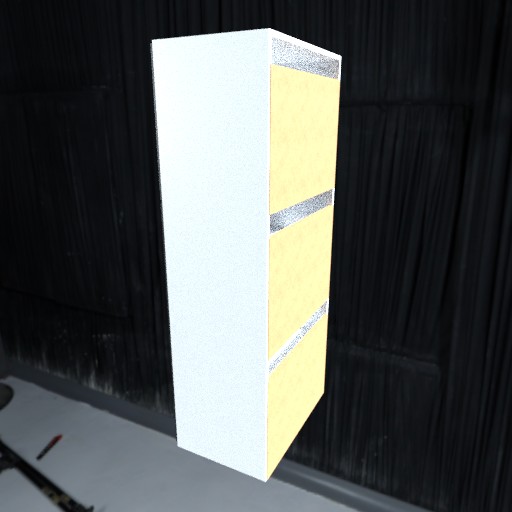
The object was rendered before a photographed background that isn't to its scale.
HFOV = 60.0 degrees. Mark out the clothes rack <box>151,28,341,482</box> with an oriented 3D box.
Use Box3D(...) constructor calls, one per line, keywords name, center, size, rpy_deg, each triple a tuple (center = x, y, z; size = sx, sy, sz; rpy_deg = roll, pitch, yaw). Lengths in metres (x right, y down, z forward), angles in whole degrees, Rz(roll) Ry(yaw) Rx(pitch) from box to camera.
Box3D(name="clothes rack", center=(0.000, 0.000, 1.392), size=(0.330, 1.187, 0.500), rpy_deg=(9, 19, 26))
